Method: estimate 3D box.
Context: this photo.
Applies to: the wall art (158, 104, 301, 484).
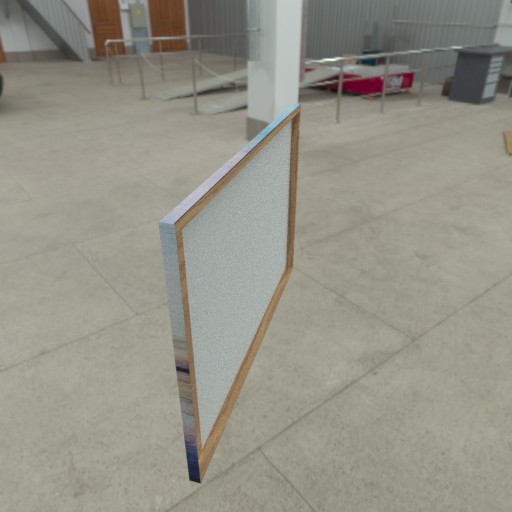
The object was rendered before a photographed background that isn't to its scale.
[{"bbox_3d":[0.000,0.000,0.775,0.018,0.402,0.604,8,31,14],"label":"wall art"}]
